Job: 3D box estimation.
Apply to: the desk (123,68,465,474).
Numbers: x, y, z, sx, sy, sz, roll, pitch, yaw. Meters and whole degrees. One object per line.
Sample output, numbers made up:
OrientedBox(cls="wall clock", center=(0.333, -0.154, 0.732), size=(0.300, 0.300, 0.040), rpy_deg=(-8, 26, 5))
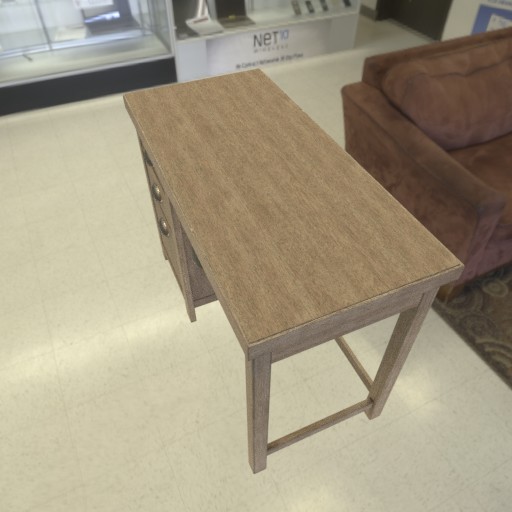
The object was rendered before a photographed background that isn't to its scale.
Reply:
OrientedBox(cls="desk", center=(0.000, 0.000, 1.787), size=(0.610, 0.912, 1.289), rpy_deg=(-18, 49, -16))
